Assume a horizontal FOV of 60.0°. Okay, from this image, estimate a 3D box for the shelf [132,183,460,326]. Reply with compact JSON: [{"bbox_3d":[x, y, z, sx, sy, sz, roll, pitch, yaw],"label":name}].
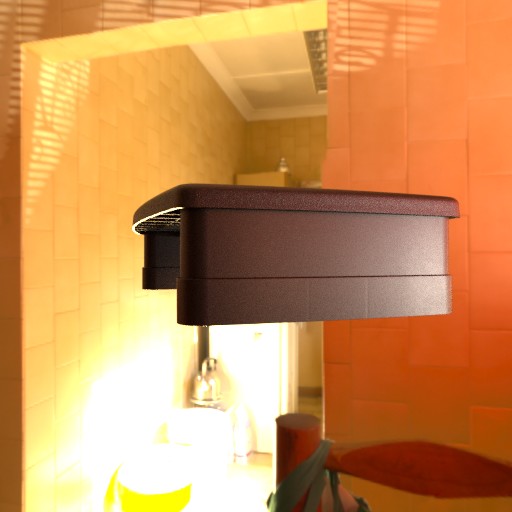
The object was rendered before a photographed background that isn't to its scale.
[{"bbox_3d":[0.000,0.000,0.523,0.280,0.100,0.410,0,0,-18],"label":"shelf"}]
